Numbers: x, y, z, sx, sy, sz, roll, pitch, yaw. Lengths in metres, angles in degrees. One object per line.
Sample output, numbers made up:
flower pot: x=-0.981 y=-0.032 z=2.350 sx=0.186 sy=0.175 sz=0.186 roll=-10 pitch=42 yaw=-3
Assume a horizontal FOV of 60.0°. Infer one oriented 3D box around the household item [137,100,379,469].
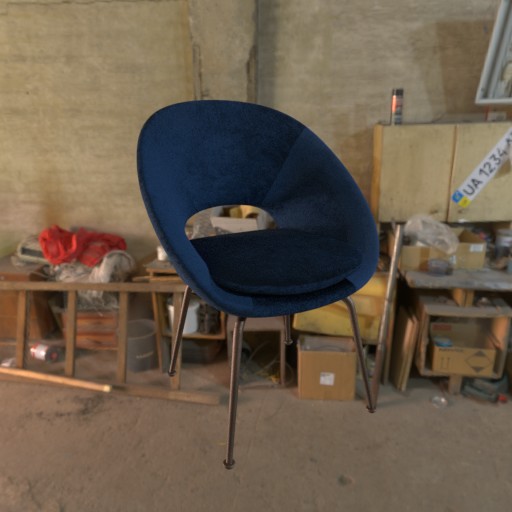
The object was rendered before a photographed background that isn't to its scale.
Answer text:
household item: x=0.000 y=0.000 z=1.261 sx=0.623 sy=0.852 sz=0.573 roll=-9 pitch=20 yaw=-27
